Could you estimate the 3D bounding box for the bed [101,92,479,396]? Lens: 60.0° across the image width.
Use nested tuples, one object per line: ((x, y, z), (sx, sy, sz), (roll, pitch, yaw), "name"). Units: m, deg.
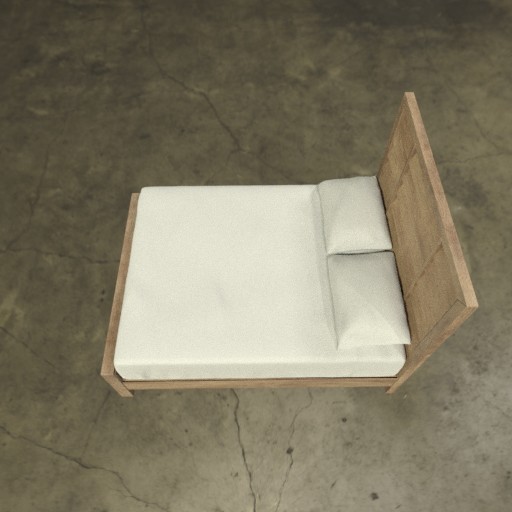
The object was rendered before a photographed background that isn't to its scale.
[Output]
((0.000, 0.000, 3.306), (2.197, 1.626, 1.626), (-1, 58, 0), "bed")
